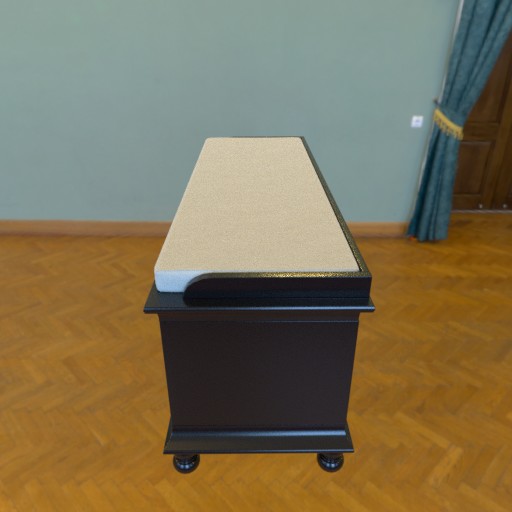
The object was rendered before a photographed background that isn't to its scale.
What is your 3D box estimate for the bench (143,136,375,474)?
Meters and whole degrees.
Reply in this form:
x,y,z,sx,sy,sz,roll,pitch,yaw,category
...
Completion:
x,y,z,sx,sy,sz,roll,pitch,yaw,category
0.000,0.000,1.384,0.402,0.501,1.185,0,27,-1,bench
